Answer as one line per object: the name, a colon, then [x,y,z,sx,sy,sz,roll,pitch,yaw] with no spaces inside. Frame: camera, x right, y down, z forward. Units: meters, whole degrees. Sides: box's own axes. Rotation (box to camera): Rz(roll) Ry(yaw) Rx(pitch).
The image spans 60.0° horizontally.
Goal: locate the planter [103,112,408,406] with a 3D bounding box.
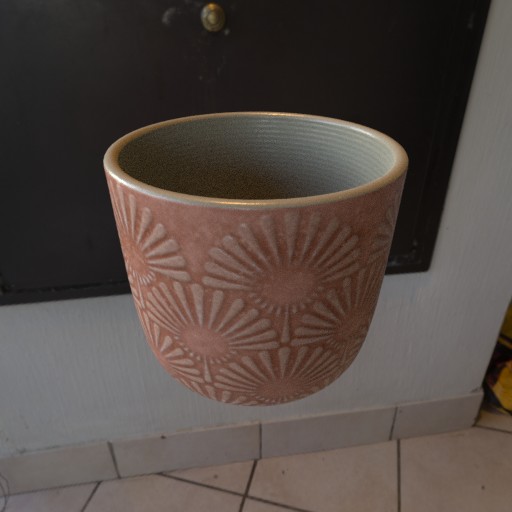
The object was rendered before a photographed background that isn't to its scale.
planter: [0.000,0.000,0.214,0.124,0.109,0.124,0,31,0]
